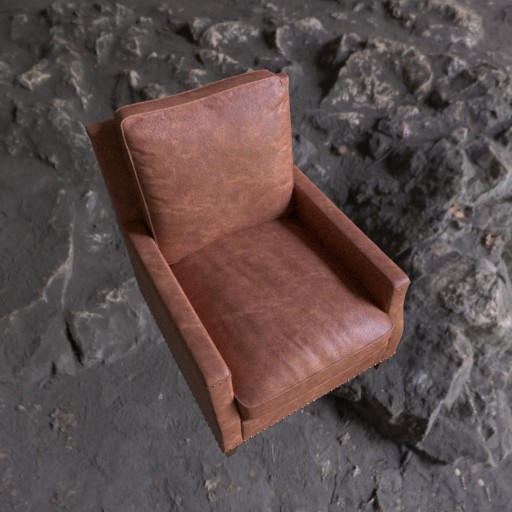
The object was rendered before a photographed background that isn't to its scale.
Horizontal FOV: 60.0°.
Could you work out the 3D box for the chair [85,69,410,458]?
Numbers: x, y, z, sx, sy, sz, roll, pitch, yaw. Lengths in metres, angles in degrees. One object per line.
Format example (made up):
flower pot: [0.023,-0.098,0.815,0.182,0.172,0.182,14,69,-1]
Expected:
chair: [0.000,0.000,1.777,0.854,1.054,1.035,-23,52,-20]
